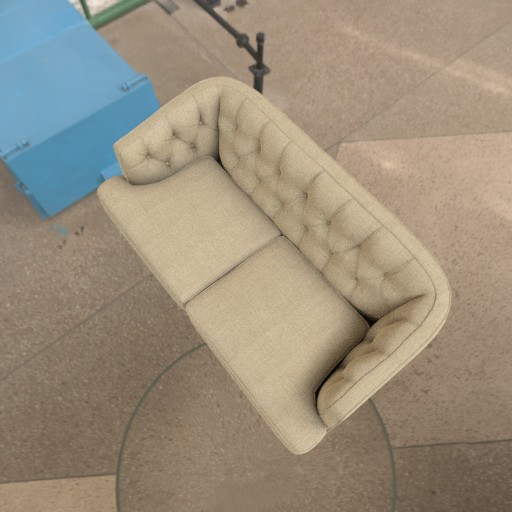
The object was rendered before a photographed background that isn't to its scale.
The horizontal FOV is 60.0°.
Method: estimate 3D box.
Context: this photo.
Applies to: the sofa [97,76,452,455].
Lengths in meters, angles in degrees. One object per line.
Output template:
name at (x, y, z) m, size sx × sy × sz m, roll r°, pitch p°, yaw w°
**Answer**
sofa at (0.000, 0.000, 2.292) m, size 0.941 × 0.855 × 1.733 m, roll -36°, pitch 70°, yaw -16°
